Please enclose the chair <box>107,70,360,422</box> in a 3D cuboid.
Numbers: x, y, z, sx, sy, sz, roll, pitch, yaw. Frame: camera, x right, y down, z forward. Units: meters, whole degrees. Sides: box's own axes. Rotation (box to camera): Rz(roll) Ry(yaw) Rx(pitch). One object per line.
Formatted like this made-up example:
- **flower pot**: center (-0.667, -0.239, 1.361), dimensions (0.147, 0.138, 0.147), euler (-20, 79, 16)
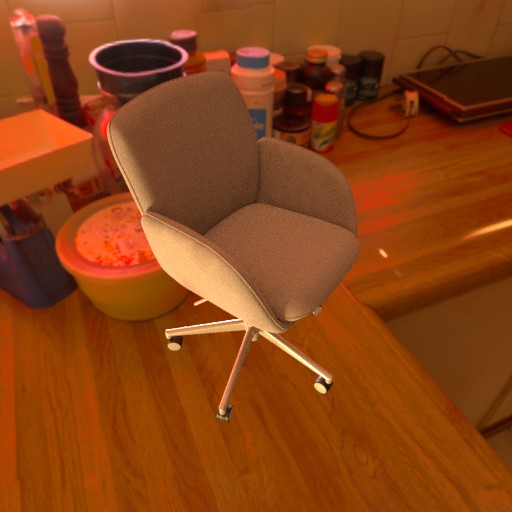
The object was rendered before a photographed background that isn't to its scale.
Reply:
- **chair**: center (0.000, 0.000, 1.410), dimensions (0.654, 0.959, 0.648), euler (26, 48, 26)
